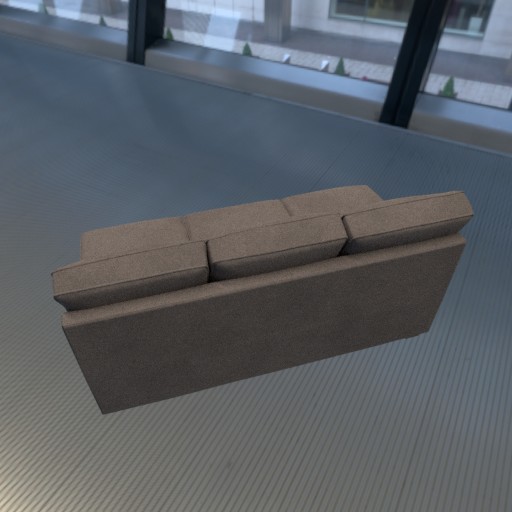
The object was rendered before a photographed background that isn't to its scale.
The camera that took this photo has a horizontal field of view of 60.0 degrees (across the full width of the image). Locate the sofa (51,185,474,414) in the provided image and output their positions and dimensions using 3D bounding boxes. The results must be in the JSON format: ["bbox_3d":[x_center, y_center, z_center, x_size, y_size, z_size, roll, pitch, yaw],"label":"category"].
[{"bbox_3d":[0.000,0.000,2.545,1.962,0.973,1.027,-11,43,-12],"label":"sofa"}]
